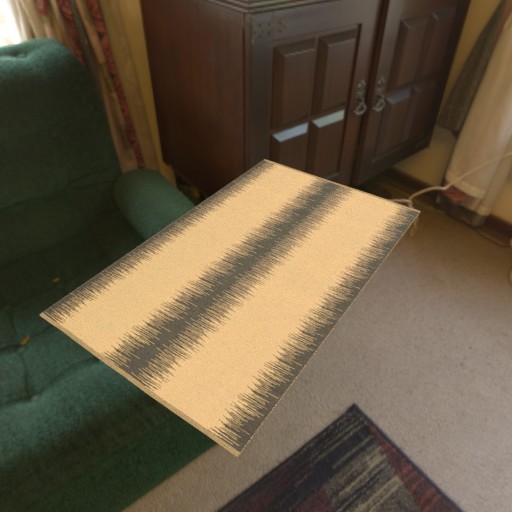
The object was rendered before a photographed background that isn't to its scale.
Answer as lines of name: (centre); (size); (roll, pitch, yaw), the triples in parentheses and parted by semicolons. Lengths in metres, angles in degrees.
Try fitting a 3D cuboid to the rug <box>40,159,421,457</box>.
rug: (0.000, 0.000, 3.135); (1.519, 0.003, 2.453); (24, 46, 26)
